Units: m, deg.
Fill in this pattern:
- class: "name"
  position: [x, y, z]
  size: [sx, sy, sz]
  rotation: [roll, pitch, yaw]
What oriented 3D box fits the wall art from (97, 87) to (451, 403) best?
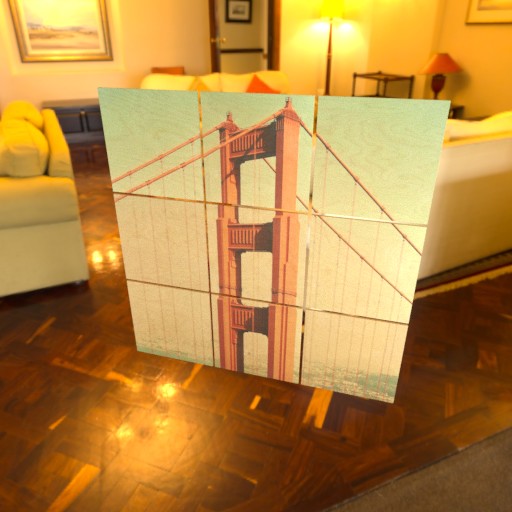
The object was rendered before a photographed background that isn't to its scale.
- class: "wall art"
  position: [0.000, 0.000, 2.194]
  size: [1.517, 1.523, 0.013]
  rotation: [8, 28, 15]
